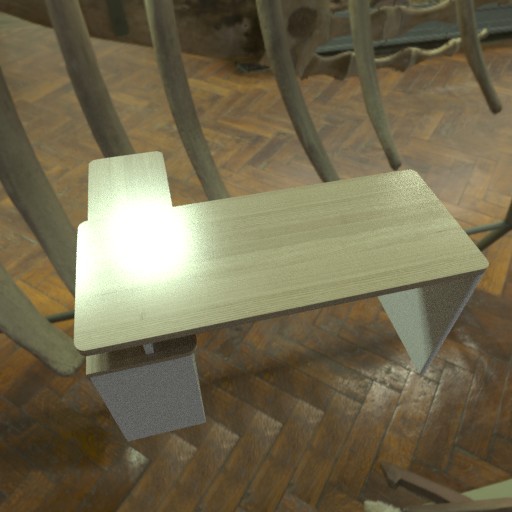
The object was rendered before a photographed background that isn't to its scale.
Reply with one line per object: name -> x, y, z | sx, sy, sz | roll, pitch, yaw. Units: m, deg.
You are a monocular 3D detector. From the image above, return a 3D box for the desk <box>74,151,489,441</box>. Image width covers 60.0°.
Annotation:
desk -> 0.000, 0.000, 2.087 | 1.400, 0.770, 1.175 | -10, 49, -9
